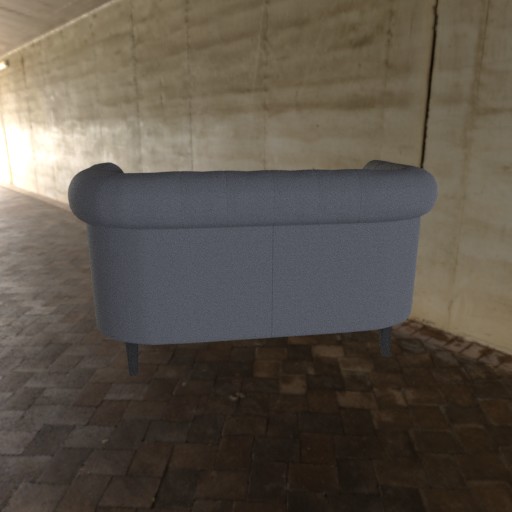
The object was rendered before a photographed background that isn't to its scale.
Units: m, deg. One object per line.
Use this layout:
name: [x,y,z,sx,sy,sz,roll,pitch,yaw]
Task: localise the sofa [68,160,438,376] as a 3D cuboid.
sofa: [0.000,0.000,2.033,1.558,0.827,0.835,-2,16,-8]
